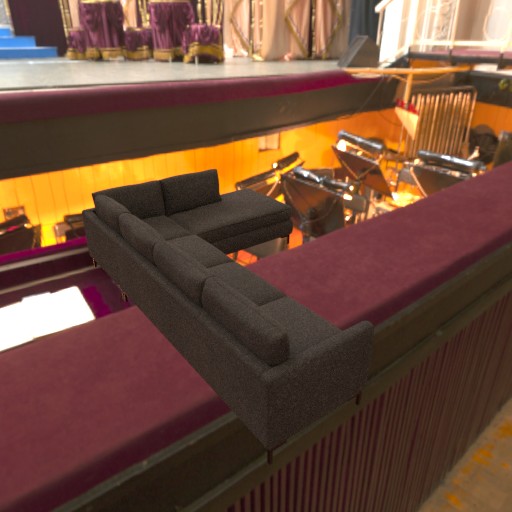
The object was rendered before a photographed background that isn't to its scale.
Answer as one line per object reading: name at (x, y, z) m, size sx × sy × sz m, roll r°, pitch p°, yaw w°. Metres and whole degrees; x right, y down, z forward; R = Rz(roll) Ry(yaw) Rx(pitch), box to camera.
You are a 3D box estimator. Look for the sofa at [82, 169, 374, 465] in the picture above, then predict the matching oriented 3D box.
sofa at (0.000, 0.000, 3.803) m, size 2.007 × 0.815 × 2.949 m, roll -19°, pitch 32°, yaw -32°
